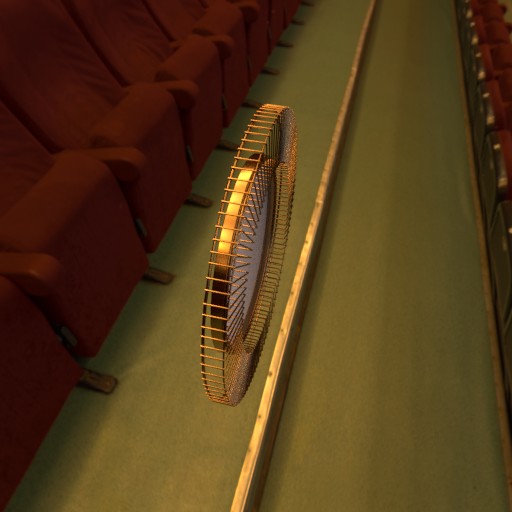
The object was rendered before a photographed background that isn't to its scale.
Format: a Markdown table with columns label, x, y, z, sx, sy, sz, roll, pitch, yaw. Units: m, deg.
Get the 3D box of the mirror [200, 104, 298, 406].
| label | x | y | z | sx | sy | sz | roll | pitch | yaw |
| --- | --- | --- | --- | --- | --- | --- | --- | --- | --- |
| mirror | 0.000 | 0.000 | 1.084 | 0.067 | 0.703 | 0.703 | 11 | 47 | 10 |
